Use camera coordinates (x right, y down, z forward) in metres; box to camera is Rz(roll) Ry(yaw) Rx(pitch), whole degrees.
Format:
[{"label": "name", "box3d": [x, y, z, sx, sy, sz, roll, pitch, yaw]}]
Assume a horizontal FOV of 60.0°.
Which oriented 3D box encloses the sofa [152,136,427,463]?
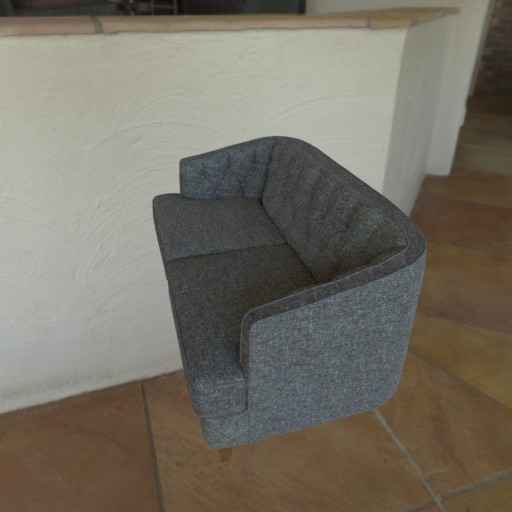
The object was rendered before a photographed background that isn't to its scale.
[{"label": "sofa", "box3d": [0.000, 0.000, 2.278, 0.941, 0.855, 1.733, -8, 31, -14]}]
